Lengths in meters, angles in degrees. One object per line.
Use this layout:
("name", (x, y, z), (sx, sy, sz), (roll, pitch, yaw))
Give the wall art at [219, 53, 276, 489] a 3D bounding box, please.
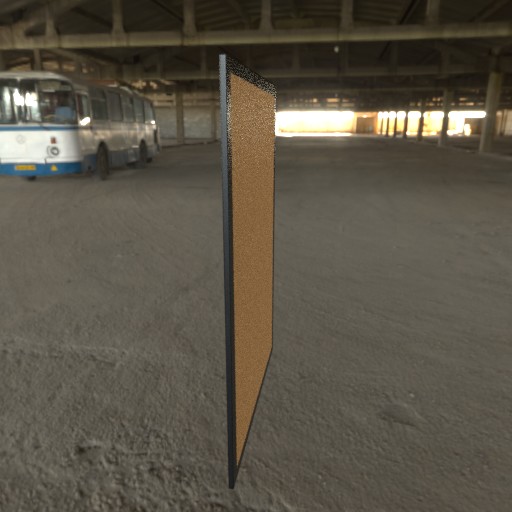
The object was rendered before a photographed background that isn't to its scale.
("wall art", (0.000, 0.000, 1.268), (0.013, 0.967, 0.707), (3, 17, 9))
